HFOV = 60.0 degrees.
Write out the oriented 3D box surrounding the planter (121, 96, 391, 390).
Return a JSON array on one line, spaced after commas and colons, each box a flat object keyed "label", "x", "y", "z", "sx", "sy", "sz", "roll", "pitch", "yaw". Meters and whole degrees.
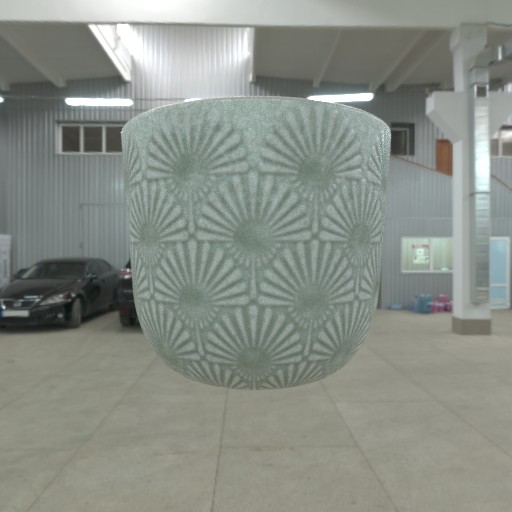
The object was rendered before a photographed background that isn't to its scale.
[{"label": "planter", "x": 0.000, "y": 0.000, "z": 0.291, "sx": 0.170, "sy": 0.152, "sz": 0.170, "roll": 0, "pitch": 1, "yaw": 0}]
